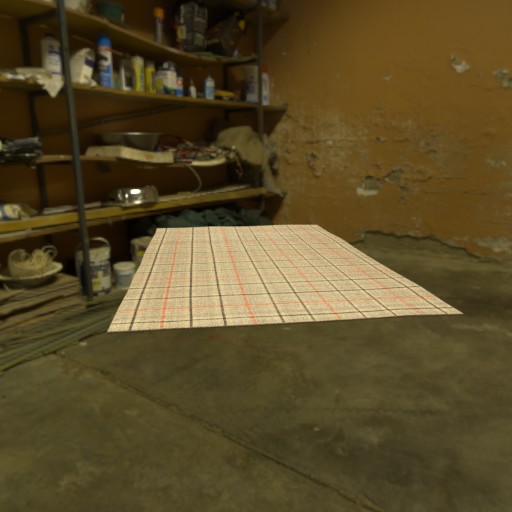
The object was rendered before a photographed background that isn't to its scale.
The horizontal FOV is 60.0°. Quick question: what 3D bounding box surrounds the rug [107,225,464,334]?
[{"bbox_3d":[0.000,0.000,3.033,1.524,0.015,2.439,-2,13,-7],"label":"rug"}]
